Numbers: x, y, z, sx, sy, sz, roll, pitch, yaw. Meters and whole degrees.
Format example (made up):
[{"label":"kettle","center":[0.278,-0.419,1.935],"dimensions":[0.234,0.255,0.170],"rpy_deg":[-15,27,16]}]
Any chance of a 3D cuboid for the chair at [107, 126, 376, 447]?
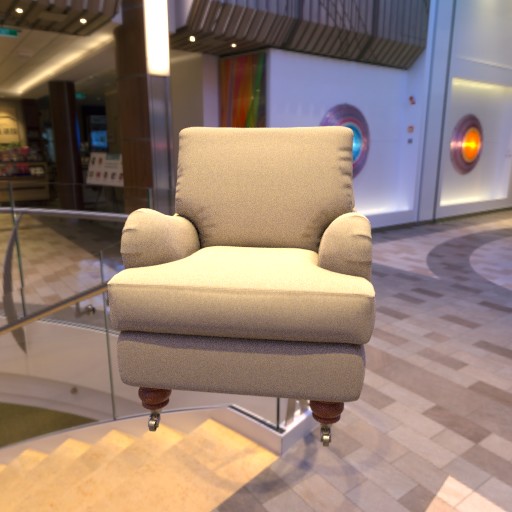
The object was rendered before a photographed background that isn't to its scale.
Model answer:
[{"label":"chair","center":[0.000,0.000,1.879],"dimensions":[0.895,1.076,1.078],"rpy_deg":[2,14,8]}]
